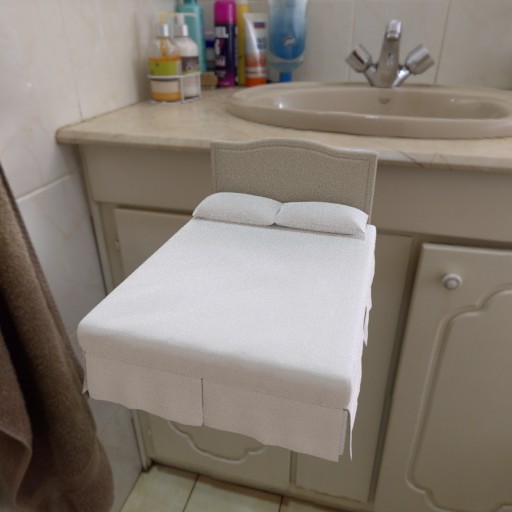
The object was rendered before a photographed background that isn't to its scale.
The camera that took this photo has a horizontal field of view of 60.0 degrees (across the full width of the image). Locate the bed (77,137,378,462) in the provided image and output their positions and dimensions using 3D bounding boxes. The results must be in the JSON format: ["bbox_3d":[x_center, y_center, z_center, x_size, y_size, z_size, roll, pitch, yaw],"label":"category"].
[{"bbox_3d":[0.000,0.000,3.708,1.977,1.437,2.477,8,29,15],"label":"bed"}]
